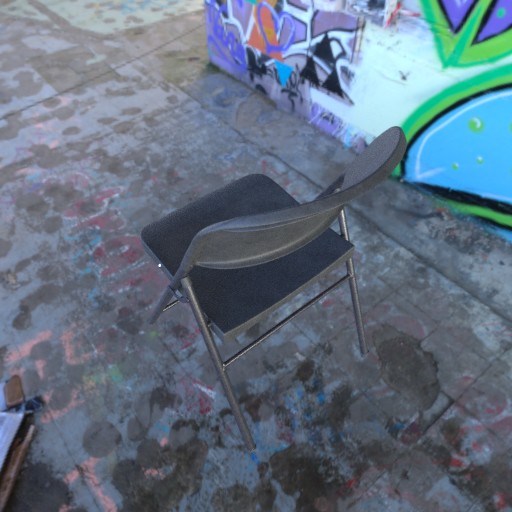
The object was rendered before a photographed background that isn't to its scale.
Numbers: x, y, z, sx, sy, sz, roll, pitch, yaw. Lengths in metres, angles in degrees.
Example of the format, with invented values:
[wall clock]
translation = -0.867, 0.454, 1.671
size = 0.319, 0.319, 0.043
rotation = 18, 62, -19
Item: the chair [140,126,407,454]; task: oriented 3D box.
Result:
[chair]
translation = 0.000, 0.000, 1.150
size = 0.494, 0.810, 0.567
rotation = -31, 55, -25
